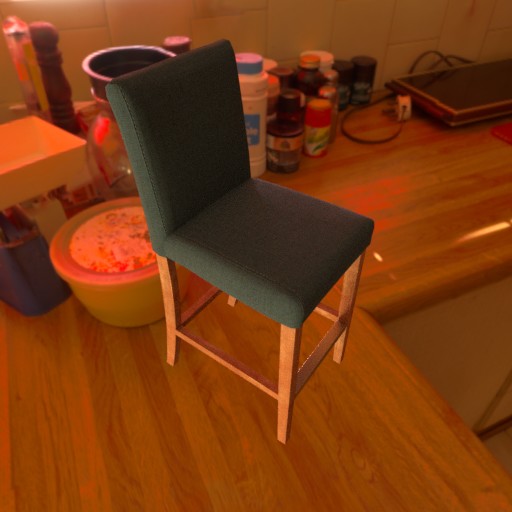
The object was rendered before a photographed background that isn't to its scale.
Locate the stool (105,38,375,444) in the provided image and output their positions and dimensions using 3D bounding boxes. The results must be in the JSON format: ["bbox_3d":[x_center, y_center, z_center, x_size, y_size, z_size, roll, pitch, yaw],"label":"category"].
[{"bbox_3d":[0.000,0.000,1.370,0.574,1.088,0.454,25,47,26],"label":"stool"}]
